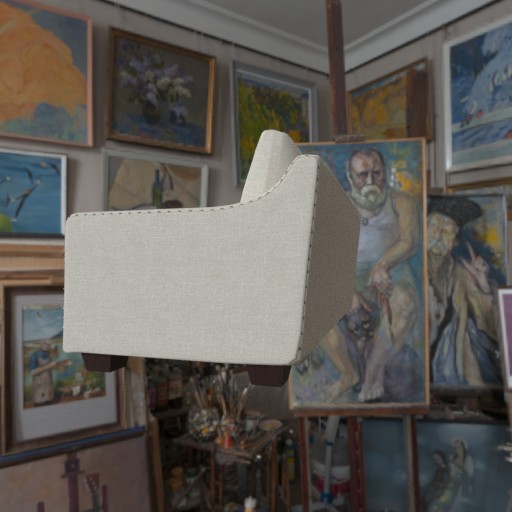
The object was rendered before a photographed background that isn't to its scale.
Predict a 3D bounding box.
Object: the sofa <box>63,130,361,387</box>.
[{"bbox_3d":[0.000,0.000,2.682,1.104,0.983,2.107,0,-1,17],"label":"sofa"}]
